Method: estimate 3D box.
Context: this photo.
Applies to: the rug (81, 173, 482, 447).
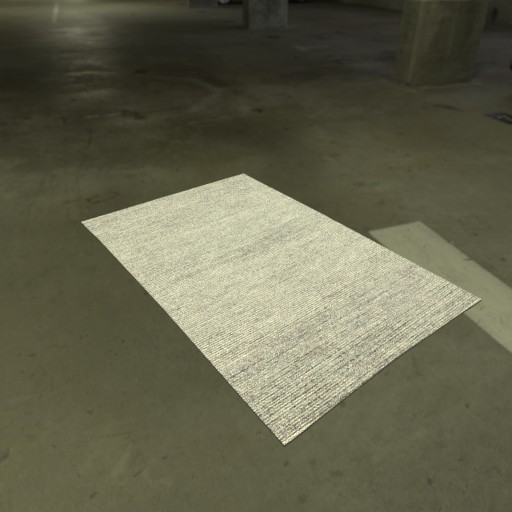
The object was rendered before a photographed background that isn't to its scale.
[{"bbox_3d":[0.000,0.000,2.245,1.159,0.021,1.789,-23,40,-31],"label":"rug"}]
